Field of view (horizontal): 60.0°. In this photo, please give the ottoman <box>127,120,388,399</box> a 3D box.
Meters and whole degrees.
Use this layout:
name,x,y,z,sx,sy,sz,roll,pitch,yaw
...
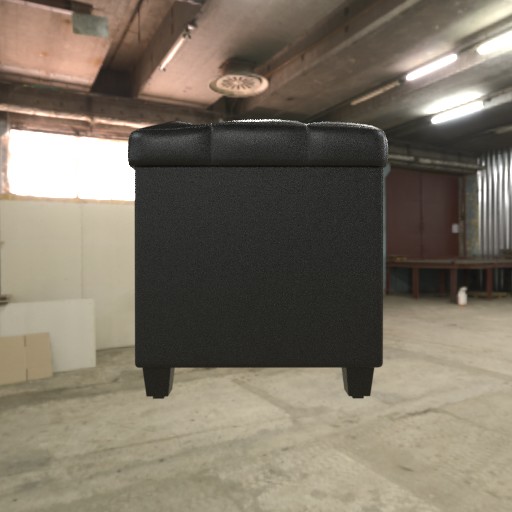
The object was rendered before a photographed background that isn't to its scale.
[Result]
name,x,y,z,sx,sy,sz,roll,pitch,yaw
ottoman,0.000,0.000,1.121,0.432,0.470,0.838,0,1,0
